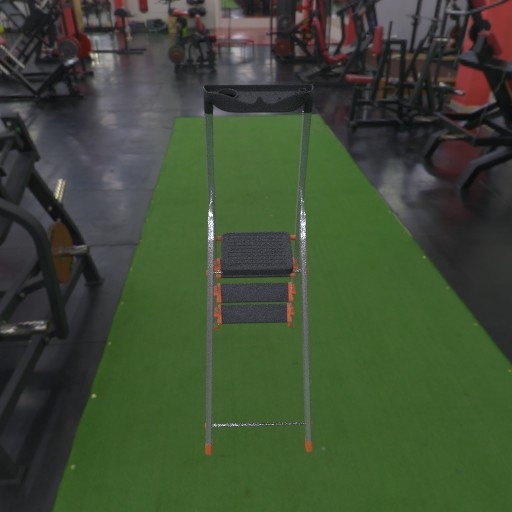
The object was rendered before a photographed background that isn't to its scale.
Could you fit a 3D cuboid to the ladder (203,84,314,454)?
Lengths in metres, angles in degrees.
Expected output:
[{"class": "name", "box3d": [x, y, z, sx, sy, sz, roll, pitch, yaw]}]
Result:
[{"class": "ladder", "box3d": [0.000, 0.000, 1.844, 0.452, 1.429, 0.834, -1, 31, -2]}]
